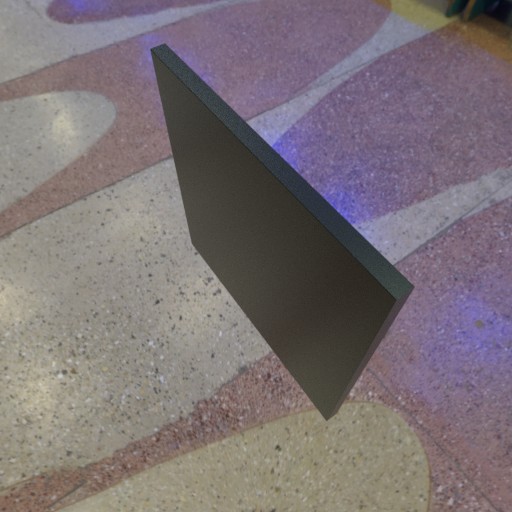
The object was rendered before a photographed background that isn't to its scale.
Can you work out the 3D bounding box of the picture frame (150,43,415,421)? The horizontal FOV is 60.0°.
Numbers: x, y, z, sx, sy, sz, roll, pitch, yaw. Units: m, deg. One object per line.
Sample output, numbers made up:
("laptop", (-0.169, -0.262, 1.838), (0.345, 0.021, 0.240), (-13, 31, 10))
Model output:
("picture frame", (0.000, 0.000, 0.834), (0.029, 0.557, 0.559), (-31, 62, -18))
